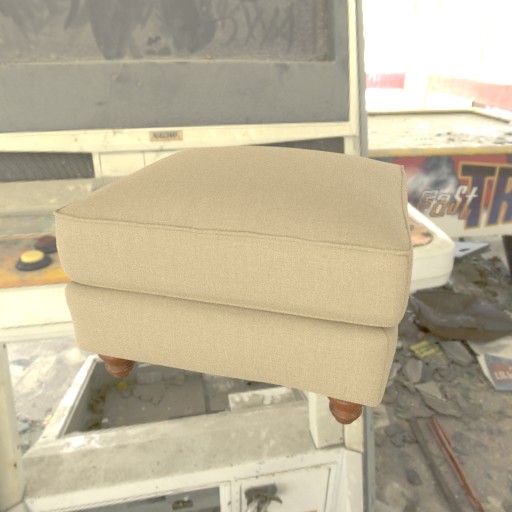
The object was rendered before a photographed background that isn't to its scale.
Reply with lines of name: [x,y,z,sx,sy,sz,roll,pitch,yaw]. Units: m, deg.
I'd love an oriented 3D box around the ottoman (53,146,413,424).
ottoman: [0.000,0.000,1.138,0.716,0.505,0.662,7,26,14]
